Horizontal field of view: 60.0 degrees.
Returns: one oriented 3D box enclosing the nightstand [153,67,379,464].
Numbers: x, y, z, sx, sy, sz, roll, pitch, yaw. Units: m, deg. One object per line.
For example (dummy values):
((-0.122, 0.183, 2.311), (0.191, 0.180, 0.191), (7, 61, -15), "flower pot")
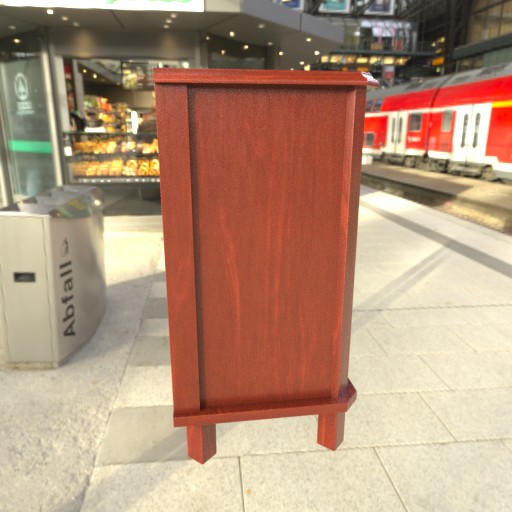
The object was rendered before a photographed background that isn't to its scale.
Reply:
((0.000, 0.000, 0.935), (0.351, 0.681, 0.435), (-2, 16, -8), "nightstand")
